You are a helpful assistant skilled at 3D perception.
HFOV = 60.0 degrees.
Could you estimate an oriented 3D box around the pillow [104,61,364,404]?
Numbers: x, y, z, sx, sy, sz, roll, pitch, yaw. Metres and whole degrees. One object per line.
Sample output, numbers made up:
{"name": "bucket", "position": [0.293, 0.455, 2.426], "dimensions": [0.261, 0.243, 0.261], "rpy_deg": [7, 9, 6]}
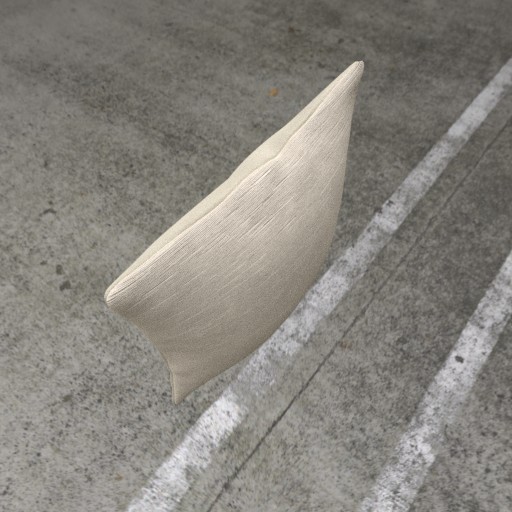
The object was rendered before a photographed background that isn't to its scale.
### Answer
{"name": "pillow", "position": [0.000, 0.000, 0.659], "dimensions": [0.162, 0.420, 0.437], "rpy_deg": [34, 65, 19]}
